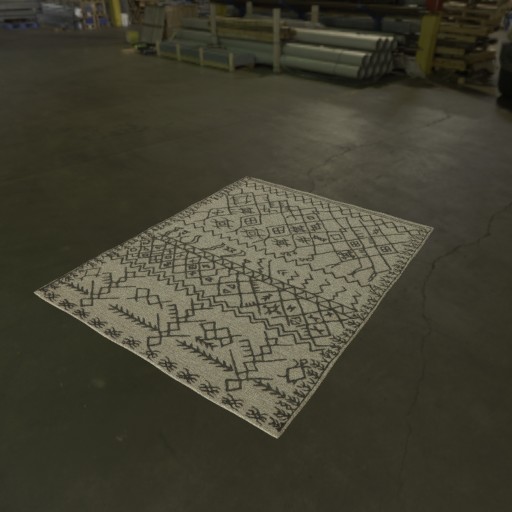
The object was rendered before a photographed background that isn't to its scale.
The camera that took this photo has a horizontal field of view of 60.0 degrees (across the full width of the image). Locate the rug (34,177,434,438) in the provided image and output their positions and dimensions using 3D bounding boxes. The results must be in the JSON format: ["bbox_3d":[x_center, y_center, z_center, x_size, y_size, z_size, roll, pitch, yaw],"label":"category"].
[{"bbox_3d":[0.000,0.000,3.350,1.964,0.025,2.455,21,38,29],"label":"rug"}]
